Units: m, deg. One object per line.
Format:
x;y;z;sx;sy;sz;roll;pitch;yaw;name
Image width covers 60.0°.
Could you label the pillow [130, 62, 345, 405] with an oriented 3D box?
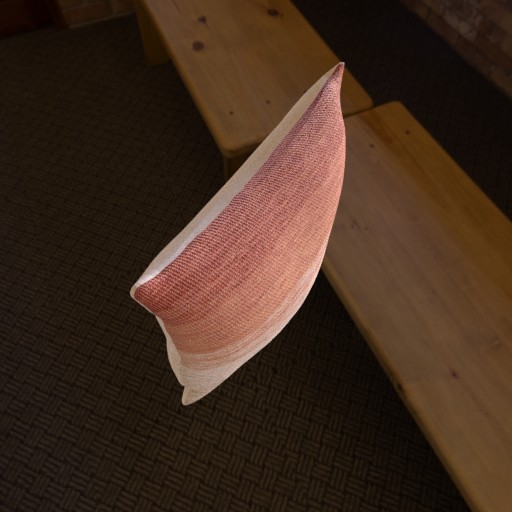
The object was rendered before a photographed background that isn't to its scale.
0.000;0.000;0.694;0.182;0.441;0.440;30;63;17;pillow
